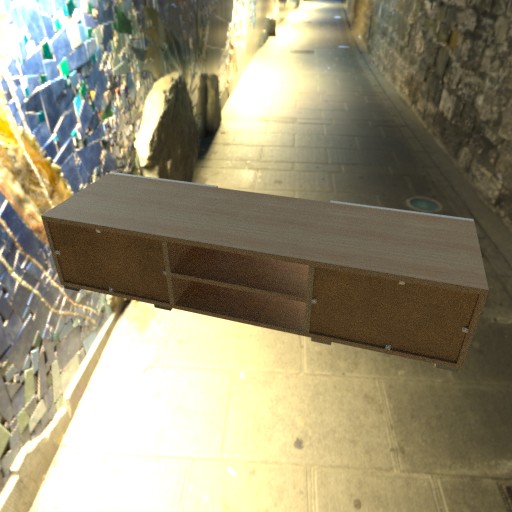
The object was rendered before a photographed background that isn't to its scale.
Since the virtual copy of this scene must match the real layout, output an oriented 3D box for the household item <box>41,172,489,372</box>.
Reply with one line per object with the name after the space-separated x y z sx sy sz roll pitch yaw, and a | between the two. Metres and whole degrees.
0.000 0.000 1.577 1.400 0.310 0.420 10 34 15 | household item
